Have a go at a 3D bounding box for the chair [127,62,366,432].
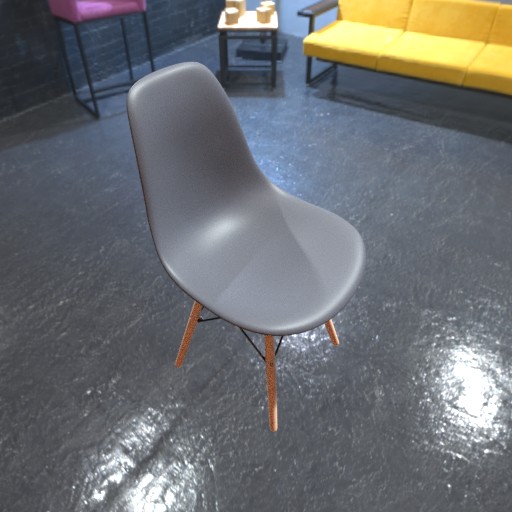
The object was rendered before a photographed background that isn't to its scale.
[{"bbox_3d":[0.000,0.000,1.140,0.533,0.826,0.470,26,48,26],"label":"chair"}]
